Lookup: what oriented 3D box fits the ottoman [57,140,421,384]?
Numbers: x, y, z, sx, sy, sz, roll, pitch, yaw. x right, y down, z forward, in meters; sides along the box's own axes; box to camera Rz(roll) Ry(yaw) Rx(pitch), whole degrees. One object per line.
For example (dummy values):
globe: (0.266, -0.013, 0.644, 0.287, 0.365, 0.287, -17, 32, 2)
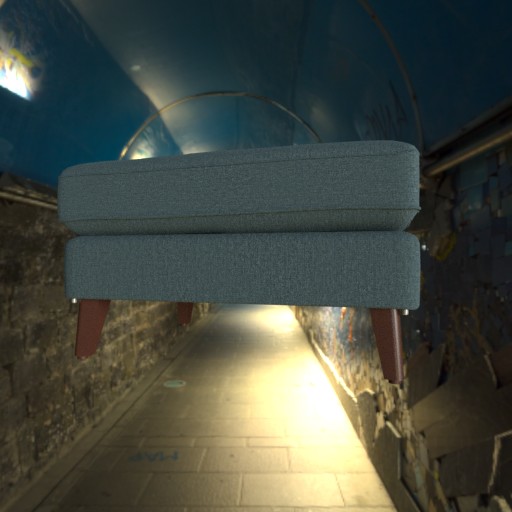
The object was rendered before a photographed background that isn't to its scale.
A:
ottoman: (0.000, 0.000, 1.236, 0.835, 0.503, 0.629, 0, 0, 17)
